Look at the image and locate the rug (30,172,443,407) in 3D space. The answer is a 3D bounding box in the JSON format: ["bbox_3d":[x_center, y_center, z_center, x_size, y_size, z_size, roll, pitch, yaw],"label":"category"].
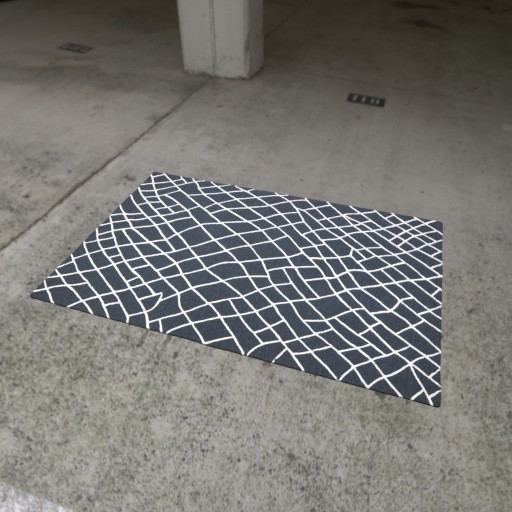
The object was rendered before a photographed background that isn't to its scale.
[{"bbox_3d":[0.000,0.000,2.286,1.830,0.013,1.223,12,42,14],"label":"rug"}]
